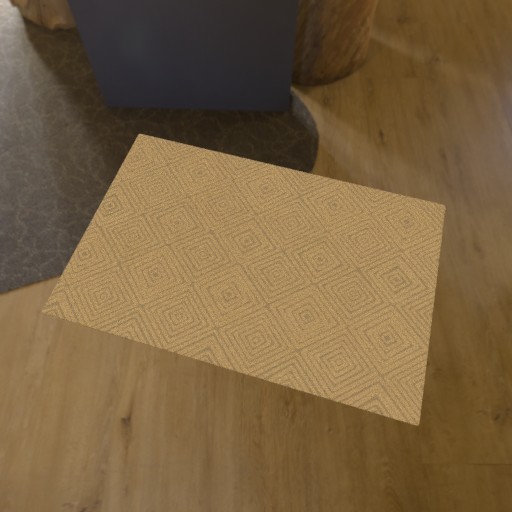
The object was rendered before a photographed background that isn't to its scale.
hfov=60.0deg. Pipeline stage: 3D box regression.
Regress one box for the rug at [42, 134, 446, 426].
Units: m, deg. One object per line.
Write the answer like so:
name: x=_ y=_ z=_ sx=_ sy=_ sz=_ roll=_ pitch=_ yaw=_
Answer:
rug: x=0.000 y=0.000 z=2.210 sx=1.753 sy=0.008 sz=1.143 roll=15 pitch=64 yaw=7
